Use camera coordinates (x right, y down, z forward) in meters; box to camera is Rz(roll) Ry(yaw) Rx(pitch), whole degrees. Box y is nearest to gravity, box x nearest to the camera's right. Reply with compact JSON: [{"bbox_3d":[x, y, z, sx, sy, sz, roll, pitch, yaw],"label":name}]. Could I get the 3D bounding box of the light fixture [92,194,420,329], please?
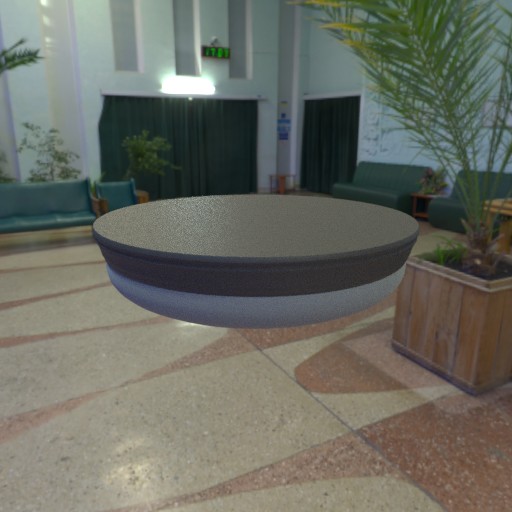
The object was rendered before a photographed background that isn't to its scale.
[{"bbox_3d":[0.000,0.000,0.540,0.368,0.100,0.368,0,16,0],"label":"light fixture"}]
